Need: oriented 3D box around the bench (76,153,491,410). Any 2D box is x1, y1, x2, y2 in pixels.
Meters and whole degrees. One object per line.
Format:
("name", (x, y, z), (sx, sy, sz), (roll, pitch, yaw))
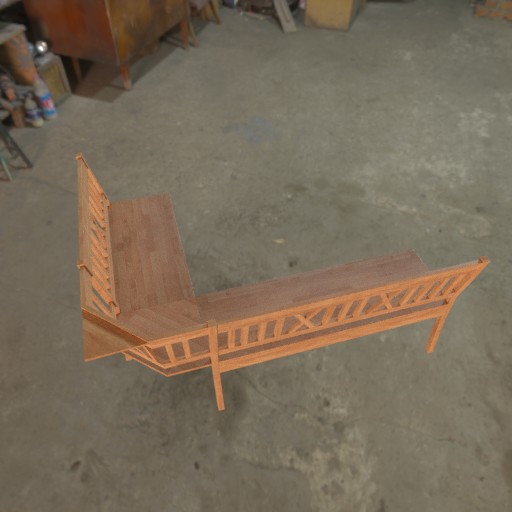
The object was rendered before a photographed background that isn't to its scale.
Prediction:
("bench", (0.000, 0.000, 2.807), (1.937, 0.902, 1.537), (-12, 47, -11))
